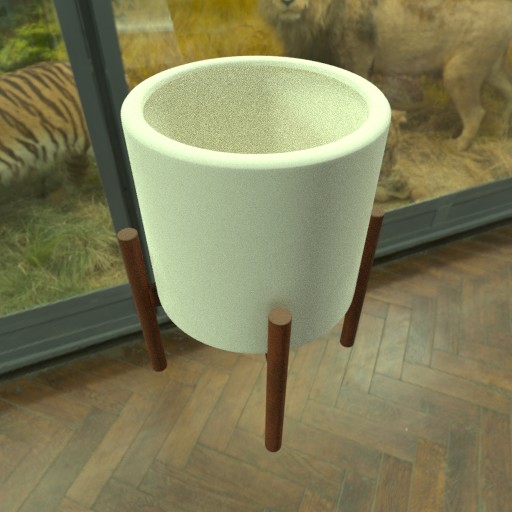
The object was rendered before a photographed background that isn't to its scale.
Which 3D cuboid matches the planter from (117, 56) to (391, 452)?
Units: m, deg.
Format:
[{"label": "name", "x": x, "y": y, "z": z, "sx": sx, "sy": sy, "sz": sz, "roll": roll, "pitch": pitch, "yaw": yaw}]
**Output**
[{"label": "planter", "x": 0.000, "y": 0.000, "z": 0.492, "sx": 0.224, "sy": 0.358, "sz": 0.224, "roll": 26, "pitch": 48, "yaw": 26}]
